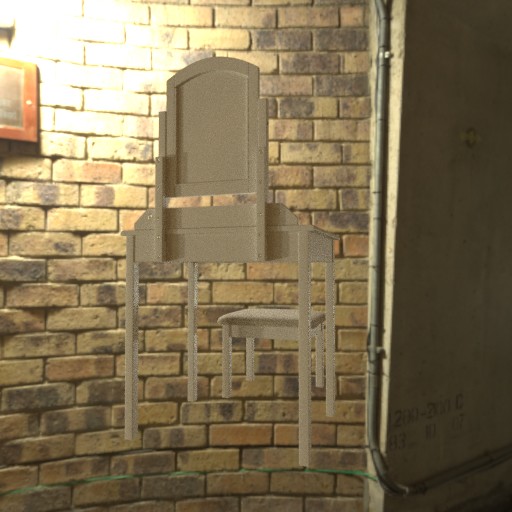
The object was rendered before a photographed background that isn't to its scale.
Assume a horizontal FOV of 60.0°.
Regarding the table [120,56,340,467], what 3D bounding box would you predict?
[{"bbox_3d":[0.000,0.000,2.375,0.876,1.631,1.211,0,-1,19],"label":"table"}]
